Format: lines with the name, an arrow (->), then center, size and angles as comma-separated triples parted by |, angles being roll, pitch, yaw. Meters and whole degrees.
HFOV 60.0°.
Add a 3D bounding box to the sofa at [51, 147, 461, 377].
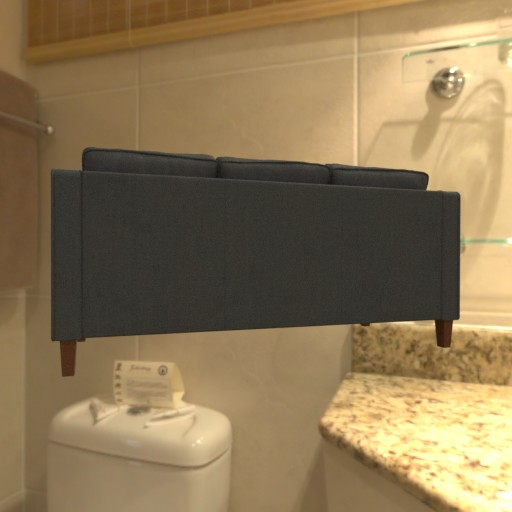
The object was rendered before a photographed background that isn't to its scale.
sofa -> 0.000, 0.000, 2.466 | 1.986, 0.974, 0.911 | 0, 0, -18
